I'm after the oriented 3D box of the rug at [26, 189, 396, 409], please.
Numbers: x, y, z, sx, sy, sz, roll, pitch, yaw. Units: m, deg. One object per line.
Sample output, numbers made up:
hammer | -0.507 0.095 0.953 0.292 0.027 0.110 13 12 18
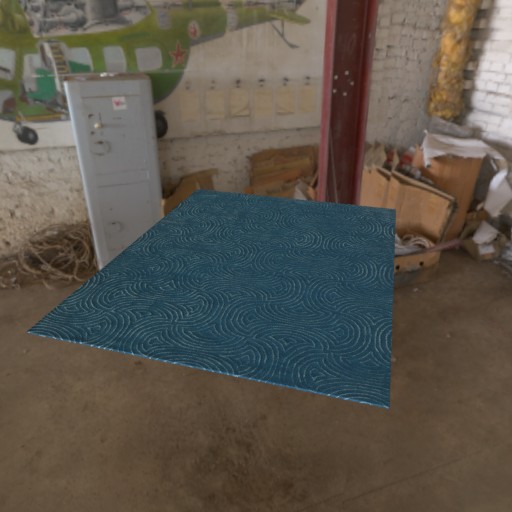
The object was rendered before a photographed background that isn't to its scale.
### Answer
rug | 0.000 0.000 4.051 2.432 0.012 3.033 8 29 14
